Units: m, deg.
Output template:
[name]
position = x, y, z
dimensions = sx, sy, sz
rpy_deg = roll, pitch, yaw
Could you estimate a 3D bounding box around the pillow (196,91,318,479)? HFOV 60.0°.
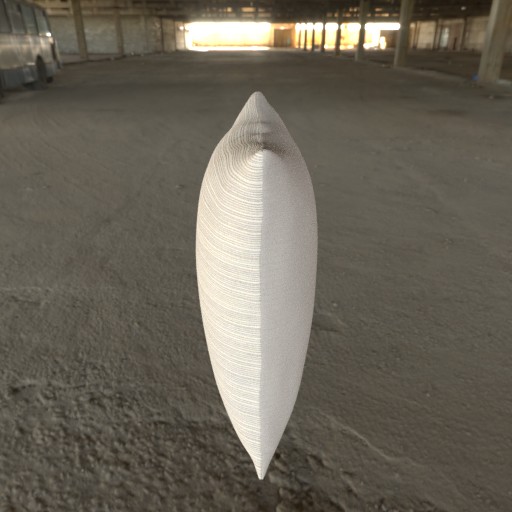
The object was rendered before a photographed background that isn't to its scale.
[pillow]
position = 0.000, 0.000, 0.783
dimensions = 0.204, 0.497, 0.512
rpy_deg = 0, 26, 0
